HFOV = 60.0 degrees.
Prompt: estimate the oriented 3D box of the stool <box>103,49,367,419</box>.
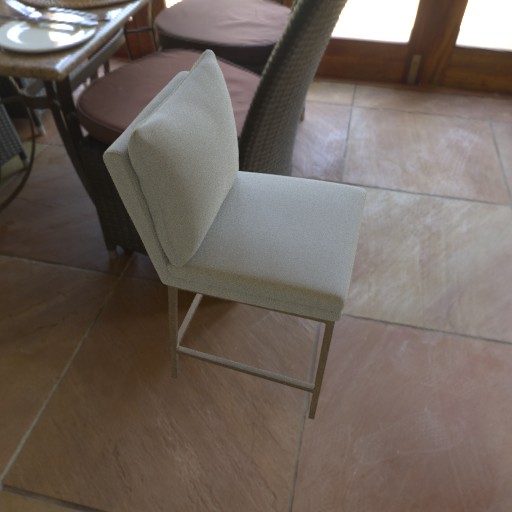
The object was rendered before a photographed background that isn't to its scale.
[{"bbox_3d":[0.000,0.000,1.347,0.572,1.032,0.463,12,47,11],"label":"stool"}]
